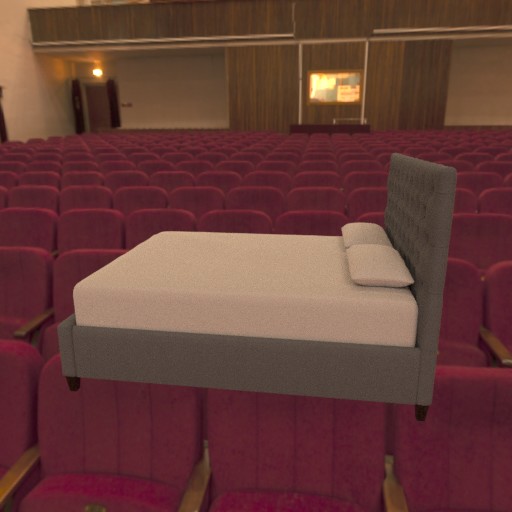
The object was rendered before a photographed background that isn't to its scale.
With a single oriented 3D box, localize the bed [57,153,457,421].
[{"bbox_3d":[0.000,0.000,3.264,2.231,1.427,1.698,2,16,8],"label":"bed"}]
